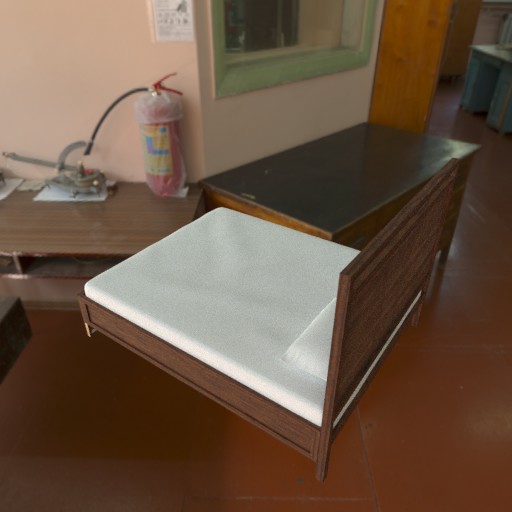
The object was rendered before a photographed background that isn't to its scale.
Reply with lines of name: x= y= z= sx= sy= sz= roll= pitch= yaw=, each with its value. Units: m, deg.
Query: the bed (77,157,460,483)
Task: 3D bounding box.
bed: x=0.000 y=0.000 z=3.393 sx=2.218 sy=1.487 sz=1.765 roll=21 pitch=37 yaw=29
